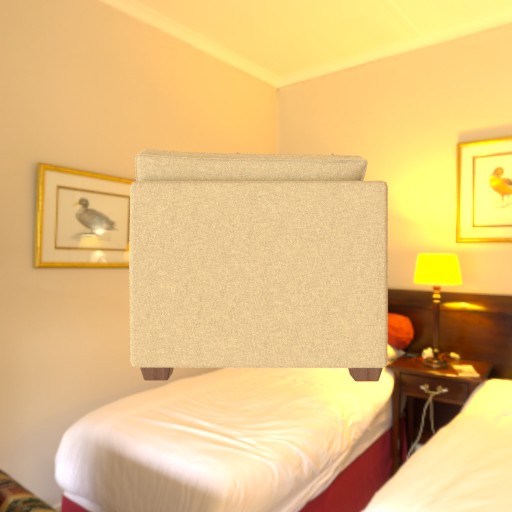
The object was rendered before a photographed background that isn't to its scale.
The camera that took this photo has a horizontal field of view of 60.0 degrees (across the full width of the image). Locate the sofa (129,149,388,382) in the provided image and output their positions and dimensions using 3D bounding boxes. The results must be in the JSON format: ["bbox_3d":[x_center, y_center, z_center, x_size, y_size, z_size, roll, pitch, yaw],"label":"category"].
[{"bbox_3d":[0.000,0.000,2.909,1.110,1.033,2.237,0,0,0],"label":"sofa"}]
